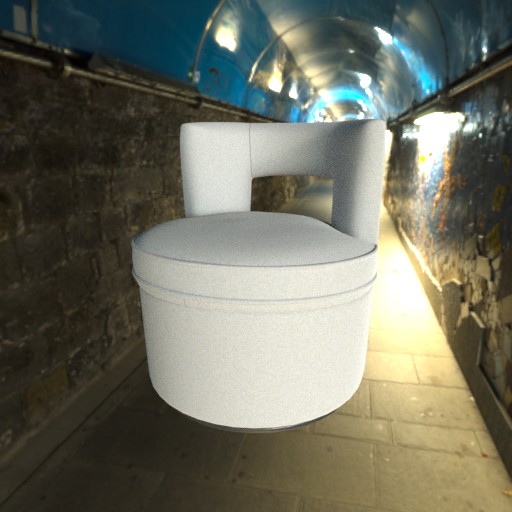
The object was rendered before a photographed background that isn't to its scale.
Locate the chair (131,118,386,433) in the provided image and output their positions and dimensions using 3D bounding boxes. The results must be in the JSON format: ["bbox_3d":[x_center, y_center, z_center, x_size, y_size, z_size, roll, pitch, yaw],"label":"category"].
[{"bbox_3d":[0.000,0.000,1.215,0.650,0.723,0.665,8,16,27],"label":"chair"}]
